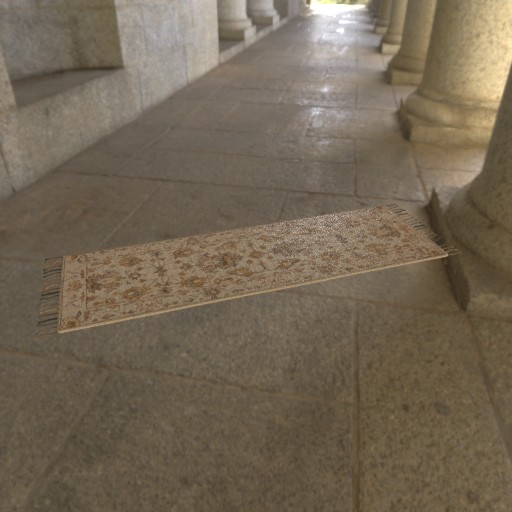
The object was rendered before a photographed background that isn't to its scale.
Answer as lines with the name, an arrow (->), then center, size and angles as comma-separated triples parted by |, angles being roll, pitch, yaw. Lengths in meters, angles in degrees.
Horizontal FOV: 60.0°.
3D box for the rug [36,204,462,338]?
rug -> 0.000, 0.000, 2.694 | 2.438, 0.021, 0.729 | -10, 34, -15
